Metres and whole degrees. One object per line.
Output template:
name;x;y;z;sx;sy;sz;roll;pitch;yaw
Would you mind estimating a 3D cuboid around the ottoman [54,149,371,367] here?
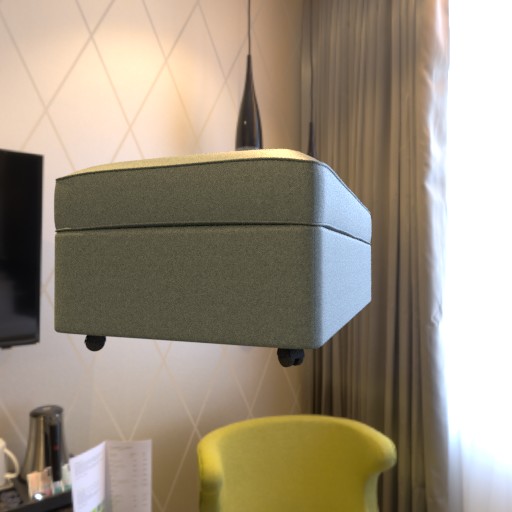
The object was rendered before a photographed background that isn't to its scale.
ottoman;0.000;0.000;1.529;0.681;0.494;1.173;0;-1;20
